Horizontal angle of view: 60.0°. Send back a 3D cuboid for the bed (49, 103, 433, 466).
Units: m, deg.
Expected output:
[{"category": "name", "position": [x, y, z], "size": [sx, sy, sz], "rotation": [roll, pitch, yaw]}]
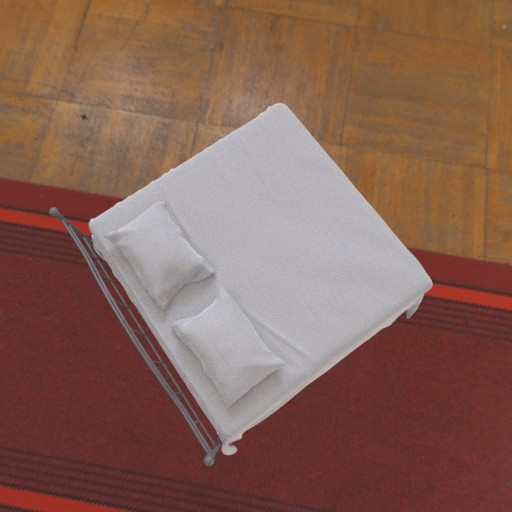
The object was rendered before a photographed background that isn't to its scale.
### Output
[{"category": "bed", "position": [0.000, 0.000, 3.563], "size": [2.220, 1.080, 2.309], "rotation": [-34, 77, -9]}]
